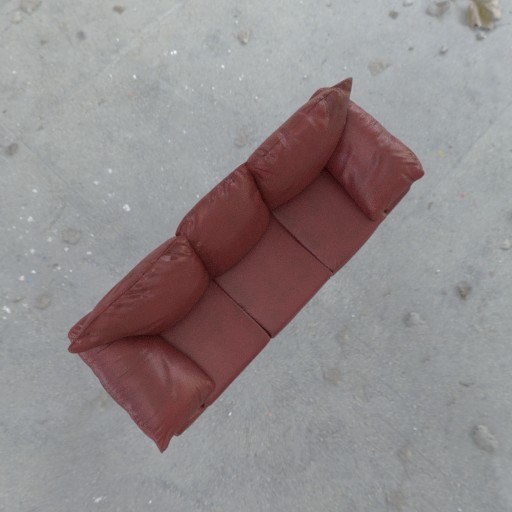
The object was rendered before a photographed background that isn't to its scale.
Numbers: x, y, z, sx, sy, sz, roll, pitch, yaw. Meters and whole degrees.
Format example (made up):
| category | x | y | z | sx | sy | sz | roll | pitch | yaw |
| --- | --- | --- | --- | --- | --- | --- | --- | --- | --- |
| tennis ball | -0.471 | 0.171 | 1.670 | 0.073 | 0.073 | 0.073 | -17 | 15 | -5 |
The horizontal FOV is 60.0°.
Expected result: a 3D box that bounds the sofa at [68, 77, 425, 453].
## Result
| category | x | y | z | sx | sy | sz | roll | pitch | yaw |
| --- | --- | --- | --- | --- | --- | --- | --- | --- | --- |
| sofa | 0.000 | 0.000 | 2.876 | 0.907 | 1.091 | 2.390 | 43 | 79 | 10 |
